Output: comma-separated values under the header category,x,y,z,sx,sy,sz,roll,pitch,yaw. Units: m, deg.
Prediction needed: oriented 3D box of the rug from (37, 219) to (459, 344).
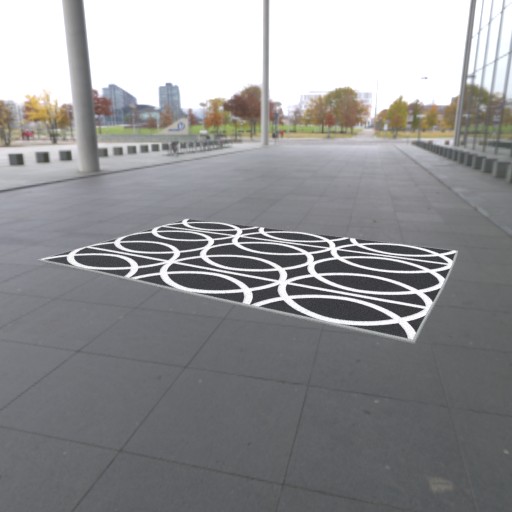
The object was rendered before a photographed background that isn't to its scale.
category,x,y,z,sx,sy,sz,roll,pitch,yaw
rug,0.000,0.000,2.872,2.290,0.014,1.526,9,18,28
